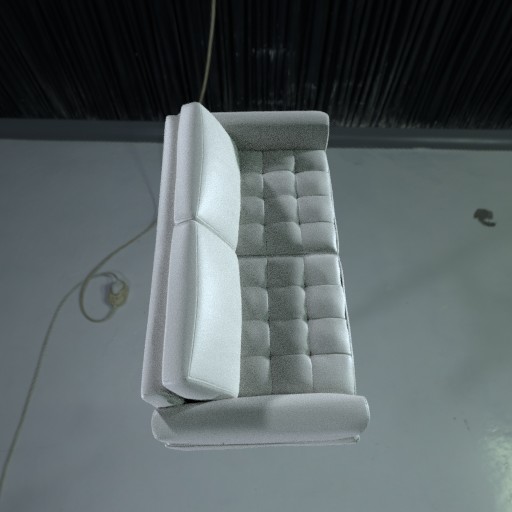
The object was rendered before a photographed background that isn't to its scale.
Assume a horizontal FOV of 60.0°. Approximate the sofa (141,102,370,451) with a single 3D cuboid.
[{"bbox_3d":[0.000,0.000,2.760,1.121,0.930,2.177,-1,62,-1],"label":"sofa"}]
